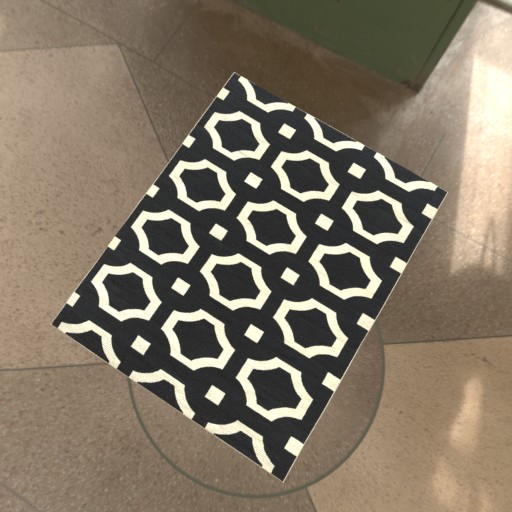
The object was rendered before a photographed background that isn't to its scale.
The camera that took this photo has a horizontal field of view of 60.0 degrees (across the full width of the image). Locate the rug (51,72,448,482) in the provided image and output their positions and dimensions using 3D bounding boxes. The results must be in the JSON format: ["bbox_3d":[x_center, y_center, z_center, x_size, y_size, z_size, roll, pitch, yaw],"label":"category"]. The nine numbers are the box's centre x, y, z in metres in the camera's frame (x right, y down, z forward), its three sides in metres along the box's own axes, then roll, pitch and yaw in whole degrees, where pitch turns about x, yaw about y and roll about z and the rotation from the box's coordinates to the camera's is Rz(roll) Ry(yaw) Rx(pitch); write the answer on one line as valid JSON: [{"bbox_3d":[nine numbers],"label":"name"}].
[{"bbox_3d":[0.000,0.000,4.138,2.466,0.021,3.049,32,79,7],"label":"rug"}]
